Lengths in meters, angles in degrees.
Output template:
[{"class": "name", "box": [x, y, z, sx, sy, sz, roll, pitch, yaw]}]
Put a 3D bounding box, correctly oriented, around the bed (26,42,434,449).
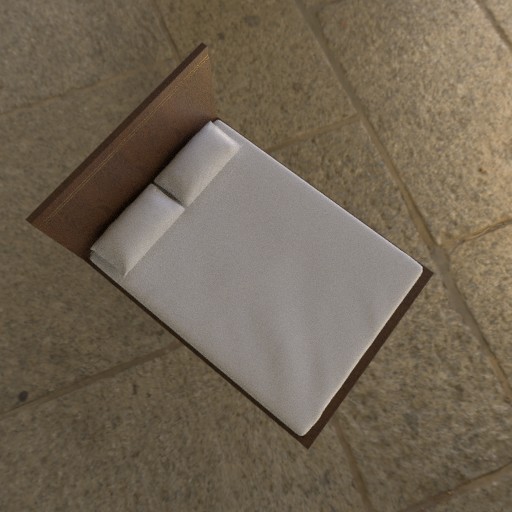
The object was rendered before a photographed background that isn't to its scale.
[{"class": "bed", "box": [0.000, 0.000, 3.179, 2.221, 1.169, 1.613, 38, 78, 10]}]
